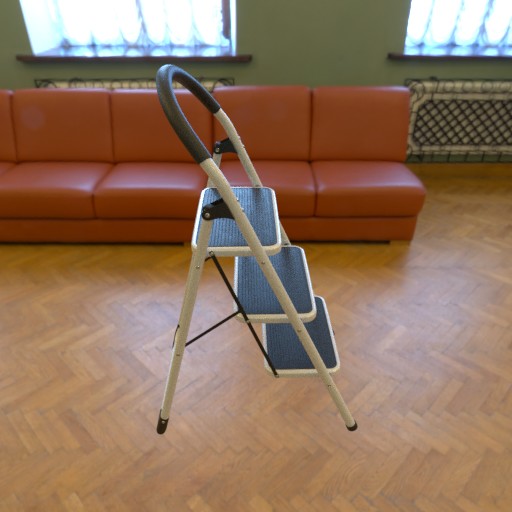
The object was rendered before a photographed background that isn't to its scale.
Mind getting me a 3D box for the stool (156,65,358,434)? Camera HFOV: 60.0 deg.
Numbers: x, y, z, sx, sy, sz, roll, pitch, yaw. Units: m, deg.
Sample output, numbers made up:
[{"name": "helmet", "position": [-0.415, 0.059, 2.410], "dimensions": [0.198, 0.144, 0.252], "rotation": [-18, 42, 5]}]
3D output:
[{"name": "stool", "position": [0.000, 0.000, 1.388], "dimensions": [0.676, 1.109, 0.485], "rotation": [-1, 33, -1]}]
